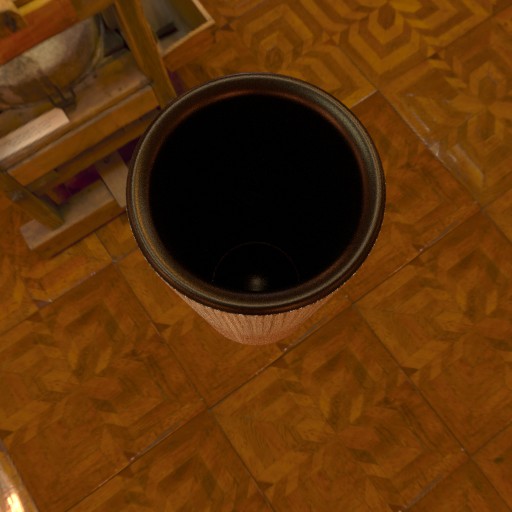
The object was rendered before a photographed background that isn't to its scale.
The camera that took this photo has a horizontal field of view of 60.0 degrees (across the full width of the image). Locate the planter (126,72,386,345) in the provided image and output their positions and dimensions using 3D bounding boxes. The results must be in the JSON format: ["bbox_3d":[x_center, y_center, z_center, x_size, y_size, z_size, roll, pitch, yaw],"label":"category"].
[{"bbox_3d":[0.000,0.000,0.277,0.100,0.227,0.100,-32,78,-8],"label":"planter"}]
